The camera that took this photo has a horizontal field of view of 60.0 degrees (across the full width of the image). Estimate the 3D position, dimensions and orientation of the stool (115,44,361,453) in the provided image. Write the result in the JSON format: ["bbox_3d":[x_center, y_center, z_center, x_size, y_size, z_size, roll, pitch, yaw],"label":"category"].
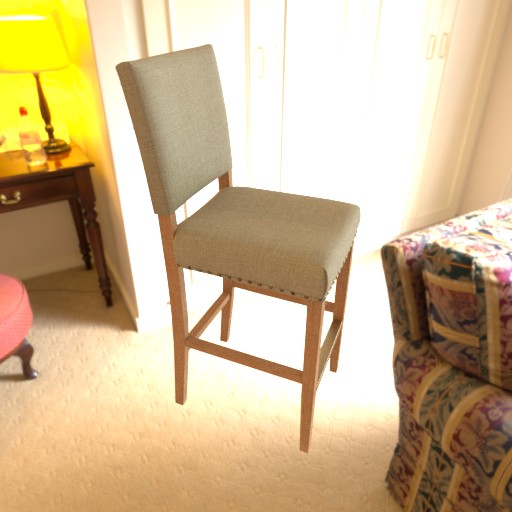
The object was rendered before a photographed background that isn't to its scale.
[{"bbox_3d":[0.000,0.000,1.454,0.585,1.203,0.445,12,33,19],"label":"stool"}]
